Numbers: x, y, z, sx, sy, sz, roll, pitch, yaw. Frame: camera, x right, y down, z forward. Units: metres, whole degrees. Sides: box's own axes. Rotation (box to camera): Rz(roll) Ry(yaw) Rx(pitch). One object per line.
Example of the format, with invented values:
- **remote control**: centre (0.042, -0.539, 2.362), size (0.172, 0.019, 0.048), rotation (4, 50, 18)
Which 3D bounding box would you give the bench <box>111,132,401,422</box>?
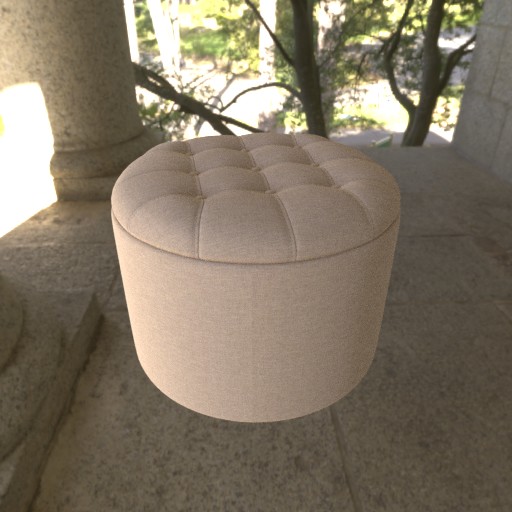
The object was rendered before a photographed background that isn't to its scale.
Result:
- **bench**: centre (0.000, 0.000, 1.026), size (0.600, 0.454, 0.600), rotation (0, 31, 0)
